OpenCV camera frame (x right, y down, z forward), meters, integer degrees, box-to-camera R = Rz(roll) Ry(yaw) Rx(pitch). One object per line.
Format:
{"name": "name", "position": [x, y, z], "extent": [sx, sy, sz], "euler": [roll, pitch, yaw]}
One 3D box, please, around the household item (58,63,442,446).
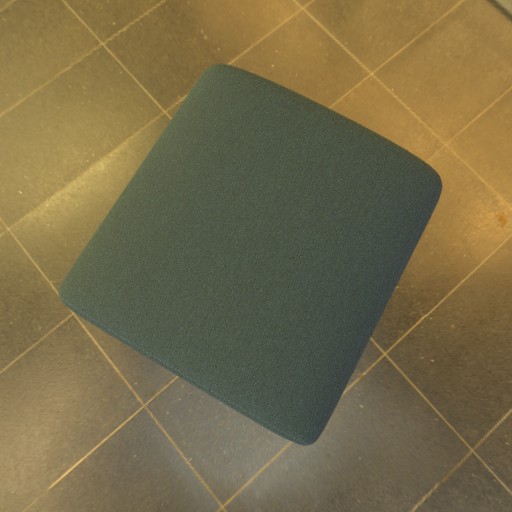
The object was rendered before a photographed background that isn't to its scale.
{"name": "household item", "position": [0.000, 0.000, 0.896], "extent": [0.530, 0.420, 0.530], "euler": [29, 79, 6]}
